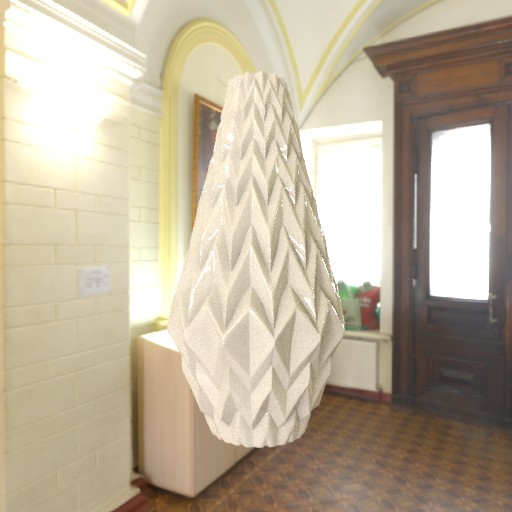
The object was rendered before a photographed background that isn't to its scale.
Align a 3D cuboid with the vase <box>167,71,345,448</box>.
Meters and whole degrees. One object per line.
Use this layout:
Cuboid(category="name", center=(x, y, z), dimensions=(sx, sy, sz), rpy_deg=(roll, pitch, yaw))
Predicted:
Cuboid(category="vase", center=(0.000, 0.000, 0.419), dimensions=(0.167, 0.328, 0.167), rpy_deg=(0, 1, 0))
